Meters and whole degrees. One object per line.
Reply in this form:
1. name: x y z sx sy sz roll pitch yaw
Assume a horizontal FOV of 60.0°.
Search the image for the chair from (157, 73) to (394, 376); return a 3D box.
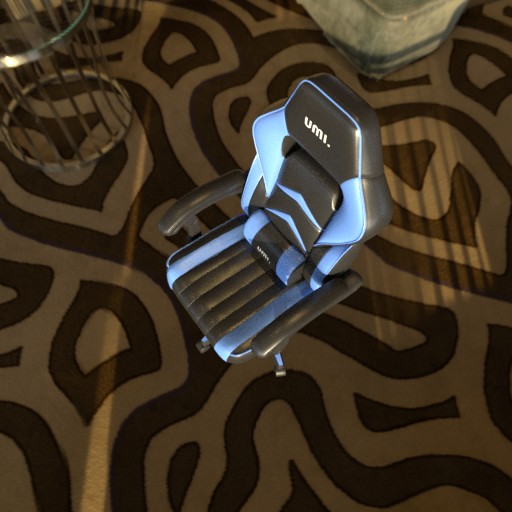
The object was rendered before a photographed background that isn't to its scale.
1. chair: 0.000 0.000 1.697 0.700 1.280 0.700 -35 69 -15
